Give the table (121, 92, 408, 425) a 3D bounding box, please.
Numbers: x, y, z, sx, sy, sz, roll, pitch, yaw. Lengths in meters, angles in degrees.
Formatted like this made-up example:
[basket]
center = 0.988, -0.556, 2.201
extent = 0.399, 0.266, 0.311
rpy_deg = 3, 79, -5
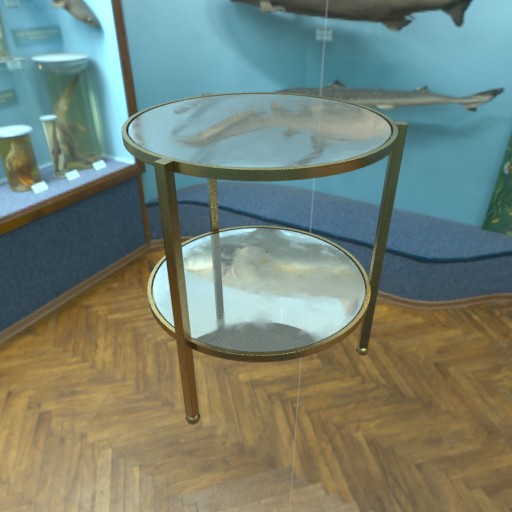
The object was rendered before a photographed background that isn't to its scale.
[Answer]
[table]
center = 0.000, 0.000, 0.450
extent = 0.231, 0.269, 0.243
rpy_deg = 19, 37, 28
